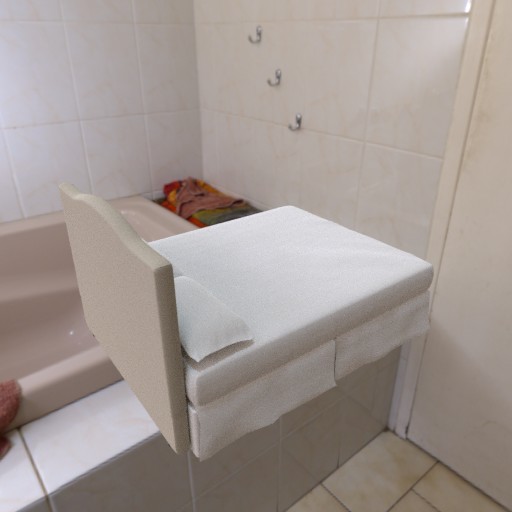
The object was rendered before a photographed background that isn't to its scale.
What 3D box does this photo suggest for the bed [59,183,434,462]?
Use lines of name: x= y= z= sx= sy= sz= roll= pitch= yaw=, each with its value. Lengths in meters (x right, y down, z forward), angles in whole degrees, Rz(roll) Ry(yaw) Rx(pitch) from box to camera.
bed: x=0.000 y=0.000 z=3.680 sx=2.477 sy=1.437 sz=1.977 roll=-18 pitch=32 yaw=-32
